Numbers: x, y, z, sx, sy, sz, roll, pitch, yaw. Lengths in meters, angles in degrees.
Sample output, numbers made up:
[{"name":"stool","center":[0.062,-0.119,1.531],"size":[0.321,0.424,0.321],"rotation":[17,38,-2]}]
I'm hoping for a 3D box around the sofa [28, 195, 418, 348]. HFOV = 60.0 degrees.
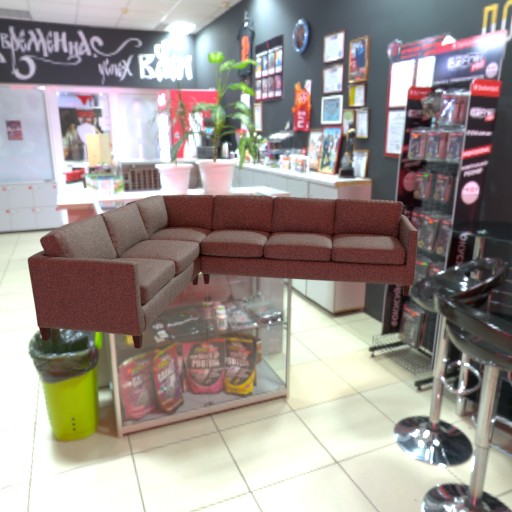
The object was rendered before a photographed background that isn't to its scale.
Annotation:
[{"name":"sofa","center":[0.000,0.000,4.518],"size":[3.302,0.947,2.593],"rotation":[3,16,9]}]
